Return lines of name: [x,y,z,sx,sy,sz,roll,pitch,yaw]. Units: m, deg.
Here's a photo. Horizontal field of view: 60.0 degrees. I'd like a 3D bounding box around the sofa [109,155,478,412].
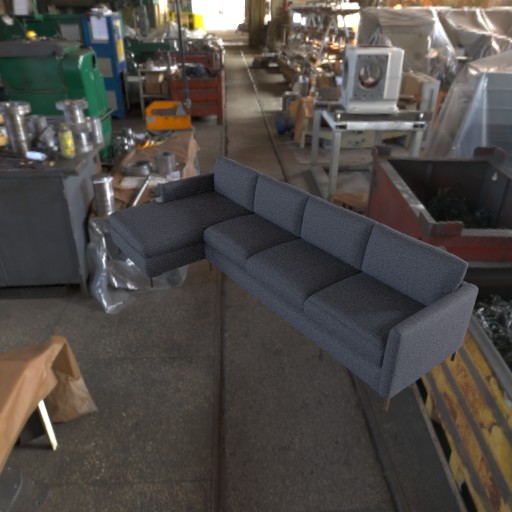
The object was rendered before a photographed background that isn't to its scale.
sofa: [0.000,0.000,2.931,1.125,0.673,2.445,-20,35,-31]
